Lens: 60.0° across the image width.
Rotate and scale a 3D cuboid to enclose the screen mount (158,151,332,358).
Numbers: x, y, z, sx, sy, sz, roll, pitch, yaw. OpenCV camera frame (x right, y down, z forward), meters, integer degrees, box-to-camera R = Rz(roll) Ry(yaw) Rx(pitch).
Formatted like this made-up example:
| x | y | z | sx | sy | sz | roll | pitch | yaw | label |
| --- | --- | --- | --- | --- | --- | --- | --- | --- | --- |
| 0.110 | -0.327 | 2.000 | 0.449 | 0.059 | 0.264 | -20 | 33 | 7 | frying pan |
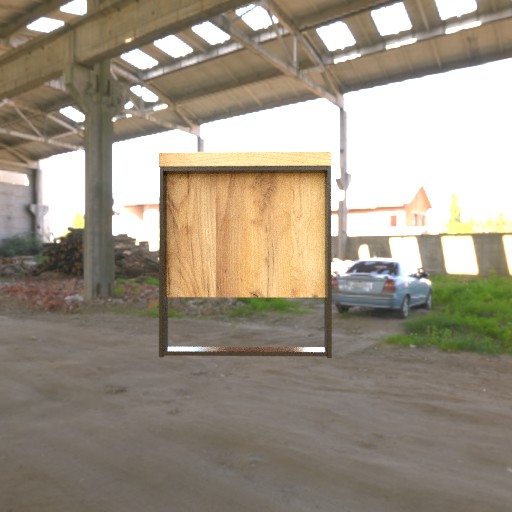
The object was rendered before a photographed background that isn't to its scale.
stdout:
| x | y | z | sx | sy | sz | roll | pitch | yaw | label |
| --- | --- | --- | --- | --- | --- | --- | --- | --- | --- |
| 0.000 | 0.000 | 1.726 | 0.395 | 0.450 | 1.524 | 0 | 0 | 1 | screen mount |
